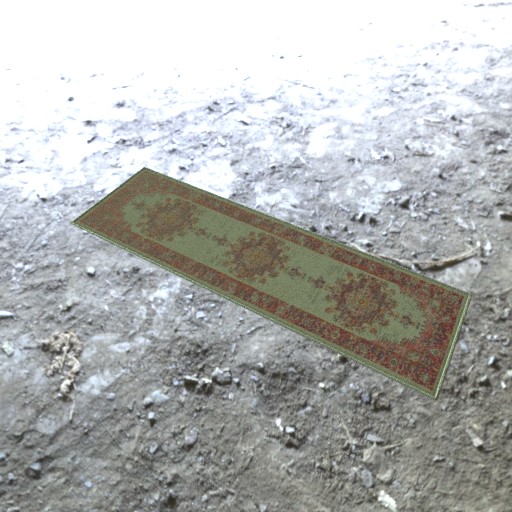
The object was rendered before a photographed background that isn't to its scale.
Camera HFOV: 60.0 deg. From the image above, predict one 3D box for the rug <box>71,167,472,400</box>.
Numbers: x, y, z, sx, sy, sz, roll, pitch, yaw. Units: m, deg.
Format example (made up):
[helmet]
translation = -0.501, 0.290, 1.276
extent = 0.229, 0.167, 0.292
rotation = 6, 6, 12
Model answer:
[rug]
translation = 0.000, 0.000, 2.051
extent = 1.824, 0.009, 0.562
rotation = 23, 51, 21
